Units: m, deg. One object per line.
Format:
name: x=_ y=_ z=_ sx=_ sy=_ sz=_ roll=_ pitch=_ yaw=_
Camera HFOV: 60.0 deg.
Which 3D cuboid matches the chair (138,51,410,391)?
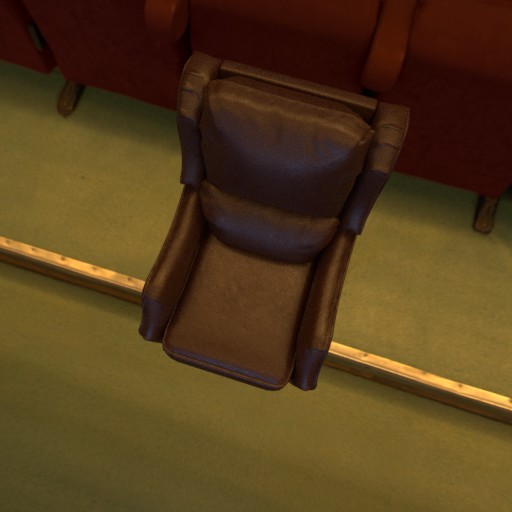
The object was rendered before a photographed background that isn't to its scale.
chair: x=0.000 y=0.000 z=1.788 sx=0.770 sy=1.132 sz=0.982 roll=17 pitch=76 yaw=4
